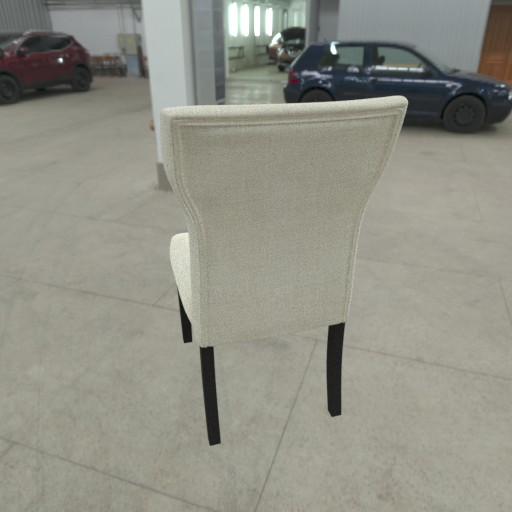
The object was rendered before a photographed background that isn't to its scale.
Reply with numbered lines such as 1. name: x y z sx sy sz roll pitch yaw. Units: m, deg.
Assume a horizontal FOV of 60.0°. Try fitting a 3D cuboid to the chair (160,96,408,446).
1. chair: 0.000 0.000 1.282 0.509 0.921 0.597 -7 28 -14
